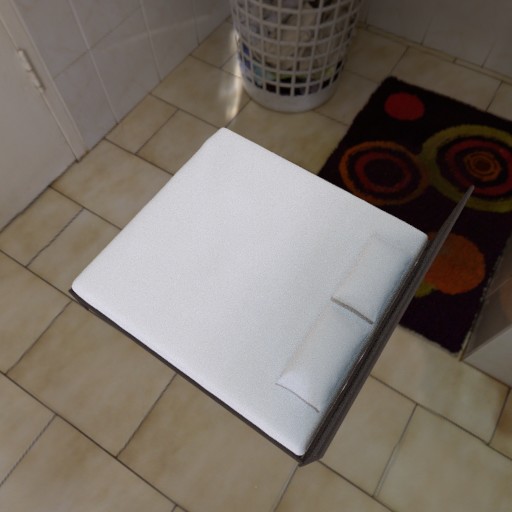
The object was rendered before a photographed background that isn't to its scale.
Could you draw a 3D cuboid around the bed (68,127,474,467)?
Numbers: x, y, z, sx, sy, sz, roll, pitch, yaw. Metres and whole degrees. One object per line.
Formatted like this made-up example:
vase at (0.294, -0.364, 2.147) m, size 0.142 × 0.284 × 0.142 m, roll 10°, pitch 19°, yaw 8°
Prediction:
bed at (0.000, 0.000, 3.353) m, size 2.151 × 1.173 × 1.993 m, roll 31°, pitch 67°, yaw 15°
